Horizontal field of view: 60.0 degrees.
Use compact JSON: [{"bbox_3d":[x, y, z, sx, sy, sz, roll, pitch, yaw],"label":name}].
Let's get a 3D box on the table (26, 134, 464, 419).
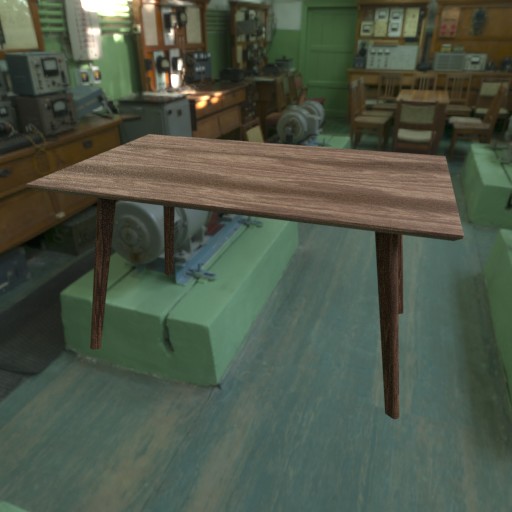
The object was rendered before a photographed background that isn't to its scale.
[{"bbox_3d":[0.000,0.000,1.797,1.349,0.724,0.801,8,29,16],"label":"table"}]
